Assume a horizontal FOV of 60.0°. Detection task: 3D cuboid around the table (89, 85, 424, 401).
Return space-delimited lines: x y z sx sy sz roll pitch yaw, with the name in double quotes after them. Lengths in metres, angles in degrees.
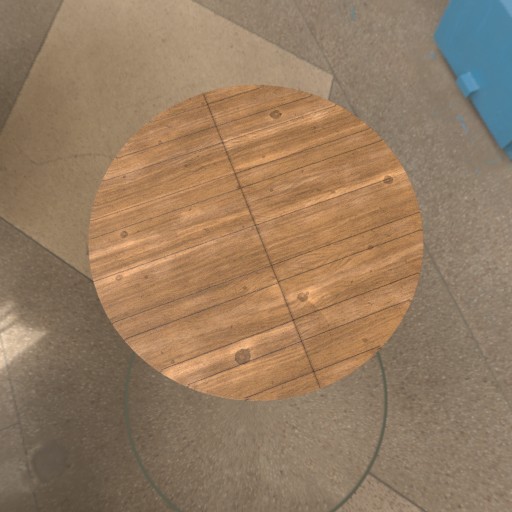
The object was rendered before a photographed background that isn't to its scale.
0.000 0.000 1.980 1.213 0.764 1.213 0 73 0 "table"
